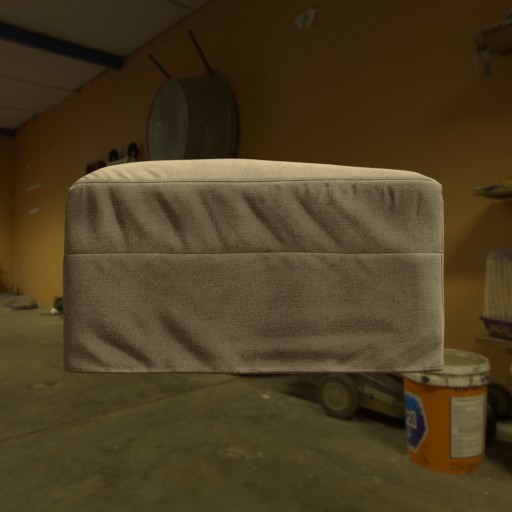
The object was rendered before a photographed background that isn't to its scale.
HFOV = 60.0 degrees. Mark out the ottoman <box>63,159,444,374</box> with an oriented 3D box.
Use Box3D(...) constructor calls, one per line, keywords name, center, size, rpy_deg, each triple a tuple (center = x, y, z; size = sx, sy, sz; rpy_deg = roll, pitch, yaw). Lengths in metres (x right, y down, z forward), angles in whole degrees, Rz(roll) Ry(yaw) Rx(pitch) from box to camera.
Box3D(name="ottoman", center=(0.000, 0.000, 1.229), size=(0.837, 0.481, 0.683), rpy_deg=(0, 0, 1))
